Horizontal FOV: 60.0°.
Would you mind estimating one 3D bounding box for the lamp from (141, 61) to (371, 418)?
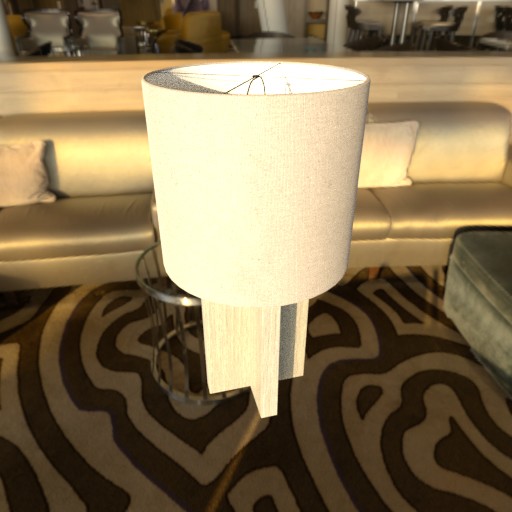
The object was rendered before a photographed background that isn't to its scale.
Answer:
[{"bbox_3d":[0.000,0.000,0.559,0.229,0.428,0.229,-7,31,-13],"label":"lamp"}]
